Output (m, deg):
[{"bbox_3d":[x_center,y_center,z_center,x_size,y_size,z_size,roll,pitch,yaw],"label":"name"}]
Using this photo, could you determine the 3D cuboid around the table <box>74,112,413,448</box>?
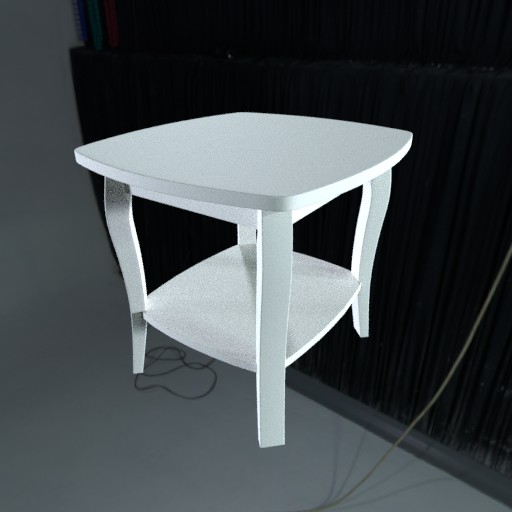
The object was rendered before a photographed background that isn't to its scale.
[{"bbox_3d":[0.000,0.000,0.843,0.451,0.438,0.502,18,32,31],"label":"table"}]
